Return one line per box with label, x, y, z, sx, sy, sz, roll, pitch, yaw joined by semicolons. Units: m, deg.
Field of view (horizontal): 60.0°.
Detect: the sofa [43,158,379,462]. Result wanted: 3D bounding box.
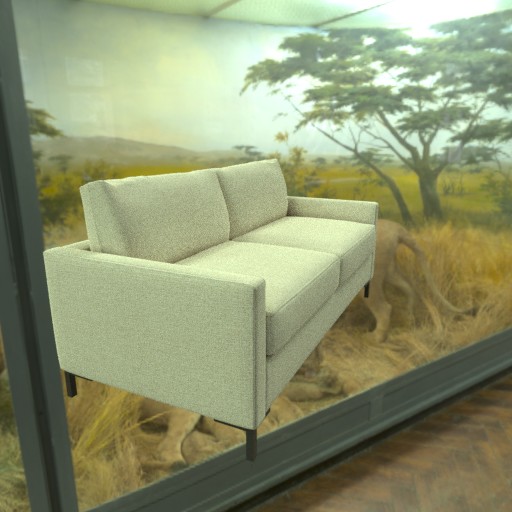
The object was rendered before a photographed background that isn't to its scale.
sofa;0.000;0.000;2.074;0.839;0.812;1.651;8;17;25
